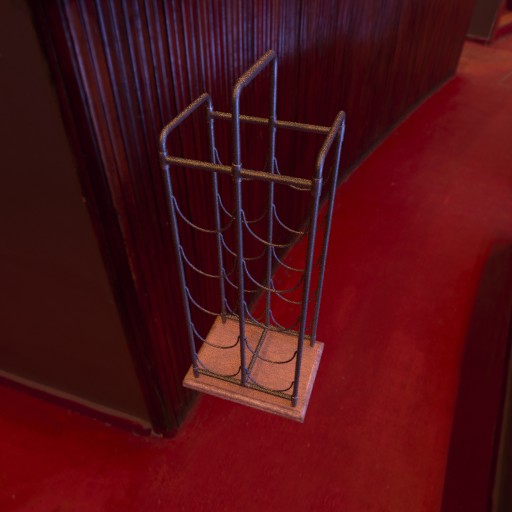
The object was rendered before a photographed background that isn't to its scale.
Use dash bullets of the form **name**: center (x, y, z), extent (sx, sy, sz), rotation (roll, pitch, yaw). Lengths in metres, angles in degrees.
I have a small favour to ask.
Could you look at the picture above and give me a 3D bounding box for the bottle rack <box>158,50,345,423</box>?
- **bottle rack**: center (0.000, 0.000, 0.814), extent (0.276, 0.680, 0.208), rotation (12, 42, 14)
